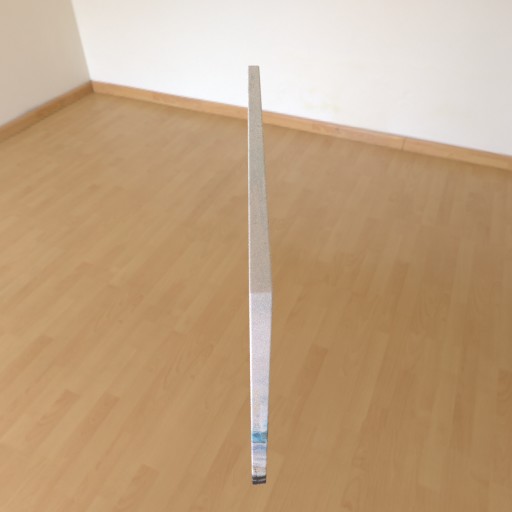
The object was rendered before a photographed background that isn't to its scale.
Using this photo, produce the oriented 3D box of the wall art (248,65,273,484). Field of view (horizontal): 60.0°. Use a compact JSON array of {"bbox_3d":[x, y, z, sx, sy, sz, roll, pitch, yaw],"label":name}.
[{"bbox_3d":[0.000,0.000,1.326,0.038,0.762,1.016,-1,42,-1],"label":"wall art"}]
